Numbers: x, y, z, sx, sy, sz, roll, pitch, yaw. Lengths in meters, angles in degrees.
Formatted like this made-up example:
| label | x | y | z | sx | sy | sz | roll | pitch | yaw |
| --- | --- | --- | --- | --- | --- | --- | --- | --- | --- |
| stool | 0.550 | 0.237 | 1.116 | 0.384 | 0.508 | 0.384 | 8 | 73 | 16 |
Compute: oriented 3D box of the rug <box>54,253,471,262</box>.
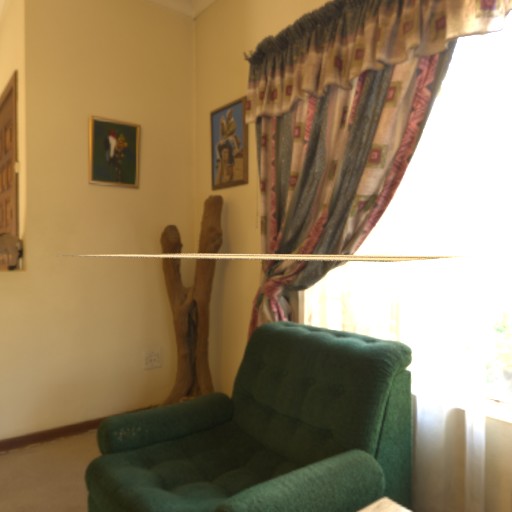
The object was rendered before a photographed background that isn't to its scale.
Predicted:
| label | x | y | z | sx | sy | sz | roll | pitch | yaw |
| --- | --- | --- | --- | --- | --- | --- | --- | --- | --- |
| rug | 0.000 | 0.000 | 3.027 | 2.453 | 0.003 | 1.519 | 1 | 1 | 36 |
